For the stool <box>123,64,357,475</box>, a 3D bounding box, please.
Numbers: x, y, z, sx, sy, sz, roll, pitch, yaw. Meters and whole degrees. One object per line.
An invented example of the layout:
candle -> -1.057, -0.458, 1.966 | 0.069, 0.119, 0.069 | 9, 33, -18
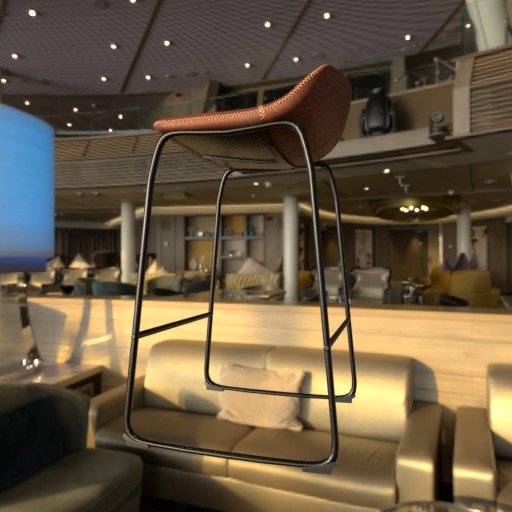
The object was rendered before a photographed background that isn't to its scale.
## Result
stool -> 0.000, 0.000, 1.117 | 0.473, 0.830, 0.454 | 0, -1, 17
